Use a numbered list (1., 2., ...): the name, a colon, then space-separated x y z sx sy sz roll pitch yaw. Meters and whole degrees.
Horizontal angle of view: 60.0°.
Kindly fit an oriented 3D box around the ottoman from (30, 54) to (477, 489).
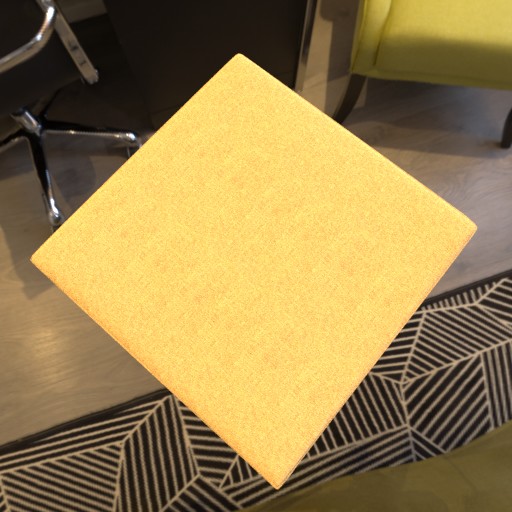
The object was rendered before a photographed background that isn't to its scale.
1. ottoman: 0.000 0.000 1.482 0.981 0.378 0.970 40 79 9
